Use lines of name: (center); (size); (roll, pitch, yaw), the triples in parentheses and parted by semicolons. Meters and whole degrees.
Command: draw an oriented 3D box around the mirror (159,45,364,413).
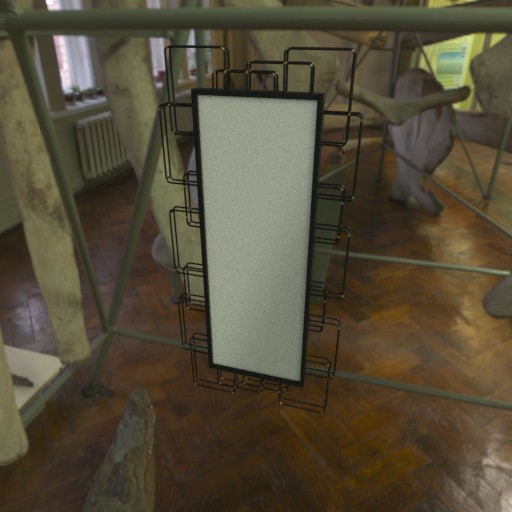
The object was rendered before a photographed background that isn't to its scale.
mirror: (0.000, 0.000, 1.394); (0.565, 1.192, 0.037); (8, 29, 15)
